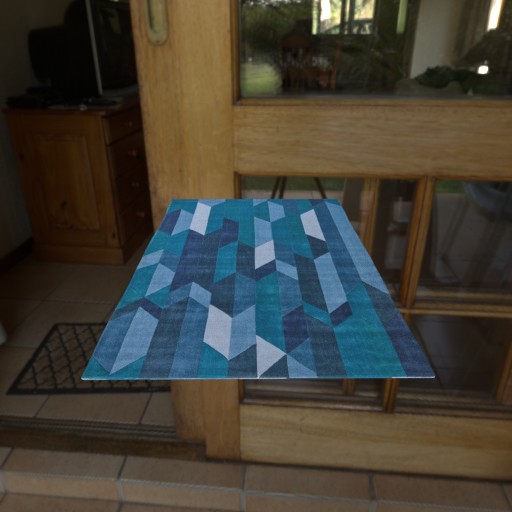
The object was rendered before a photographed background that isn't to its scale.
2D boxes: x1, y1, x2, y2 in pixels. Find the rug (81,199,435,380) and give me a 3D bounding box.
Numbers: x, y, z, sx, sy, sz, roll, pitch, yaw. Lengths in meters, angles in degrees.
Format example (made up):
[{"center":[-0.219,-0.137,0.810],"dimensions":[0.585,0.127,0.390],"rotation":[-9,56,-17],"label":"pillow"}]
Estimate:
[{"center":[0.000,0.000,2.983],"dimensions":[1.528,0.005,2.420],"rotation":[0,26,0],"label":"rug"}]
